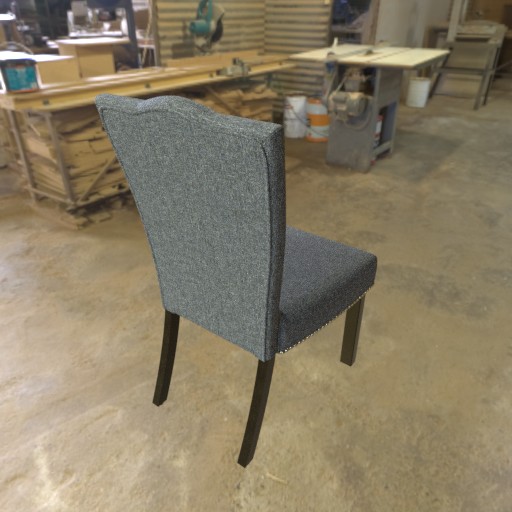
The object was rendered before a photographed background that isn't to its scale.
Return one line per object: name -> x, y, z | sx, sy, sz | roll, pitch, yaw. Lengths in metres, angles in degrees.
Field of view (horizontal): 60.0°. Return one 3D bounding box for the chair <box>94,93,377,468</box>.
chair -> 0.000, 0.000, 1.266 | 0.518, 0.946, 0.589 | 21, 36, 32
